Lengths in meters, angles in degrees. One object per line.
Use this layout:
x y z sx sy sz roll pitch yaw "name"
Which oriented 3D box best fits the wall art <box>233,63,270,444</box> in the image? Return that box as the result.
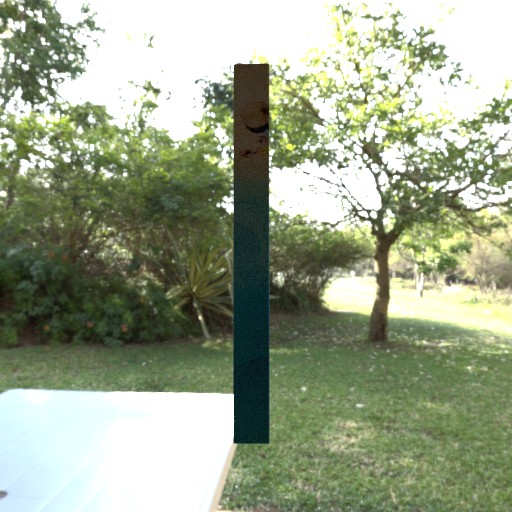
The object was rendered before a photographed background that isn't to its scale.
0.000 0.000 1.139 0.057 0.595 0.894 0 -1 1 "wall art"
